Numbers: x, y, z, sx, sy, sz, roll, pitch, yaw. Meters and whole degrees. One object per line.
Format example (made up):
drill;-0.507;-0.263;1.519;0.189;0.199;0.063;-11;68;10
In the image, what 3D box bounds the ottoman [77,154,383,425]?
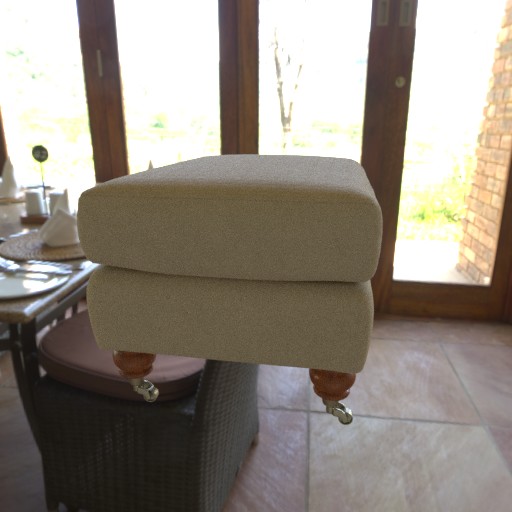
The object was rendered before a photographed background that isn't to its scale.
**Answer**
ottoman;0.000;0.000;1.170;0.569;0.504;0.773;3;17;10
